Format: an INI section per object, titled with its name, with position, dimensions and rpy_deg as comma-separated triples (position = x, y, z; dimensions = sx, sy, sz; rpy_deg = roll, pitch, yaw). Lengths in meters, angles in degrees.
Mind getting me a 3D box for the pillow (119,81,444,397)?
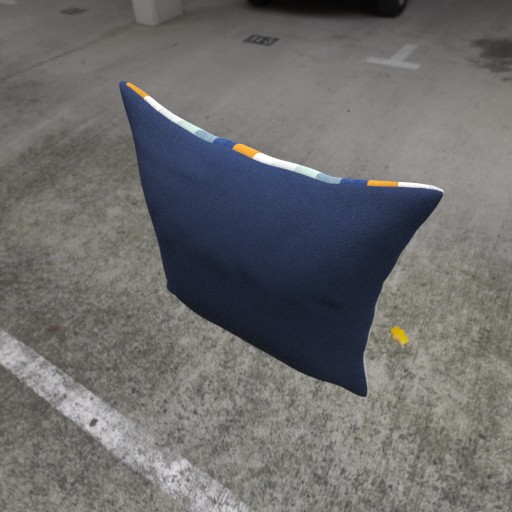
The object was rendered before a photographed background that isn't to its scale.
[pillow]
position = 0.000, 0.000, 0.705
dimensions = 0.463, 0.454, 0.173
rpy_deg = 25, 51, 22
